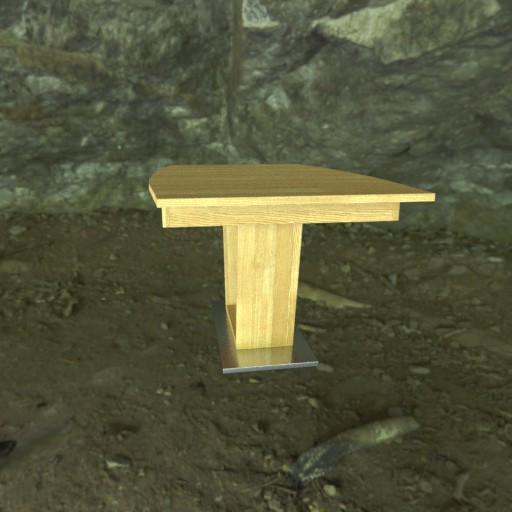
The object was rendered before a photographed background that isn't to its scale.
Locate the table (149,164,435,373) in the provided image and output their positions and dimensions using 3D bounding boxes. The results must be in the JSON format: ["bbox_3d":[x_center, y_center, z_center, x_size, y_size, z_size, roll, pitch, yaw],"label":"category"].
[{"bbox_3d":[0.000,0.000,2.053,0.900,0.748,1.598,-2,15,-9],"label":"table"}]
